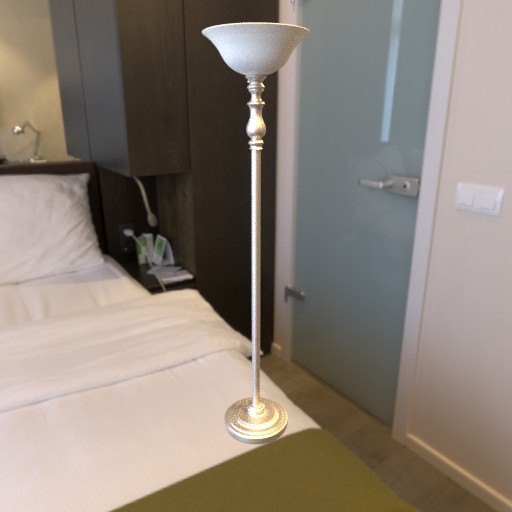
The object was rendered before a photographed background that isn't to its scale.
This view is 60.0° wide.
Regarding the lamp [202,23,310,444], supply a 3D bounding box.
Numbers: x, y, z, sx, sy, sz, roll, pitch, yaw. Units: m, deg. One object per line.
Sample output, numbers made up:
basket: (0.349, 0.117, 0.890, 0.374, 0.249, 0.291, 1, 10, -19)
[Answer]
lamp: (0.000, 0.000, 1.947, 0.405, 1.771, 0.405, 8, 20, 24)
